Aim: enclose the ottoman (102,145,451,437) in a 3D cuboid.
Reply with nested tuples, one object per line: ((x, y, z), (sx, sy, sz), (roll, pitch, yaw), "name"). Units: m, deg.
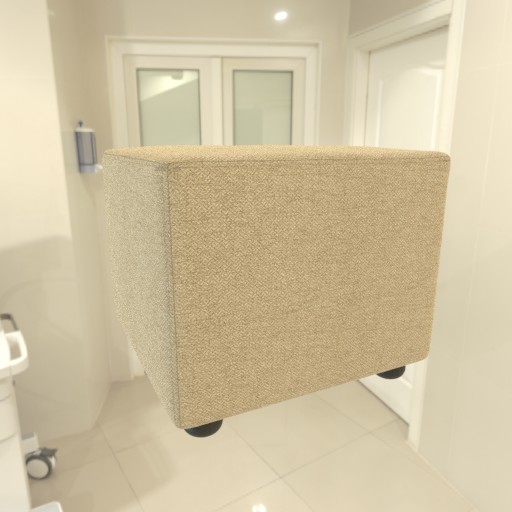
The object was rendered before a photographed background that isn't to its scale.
((0.000, 0.000, 0.891), (0.508, 0.432, 0.508), (-7, 16, -26), "ottoman")
